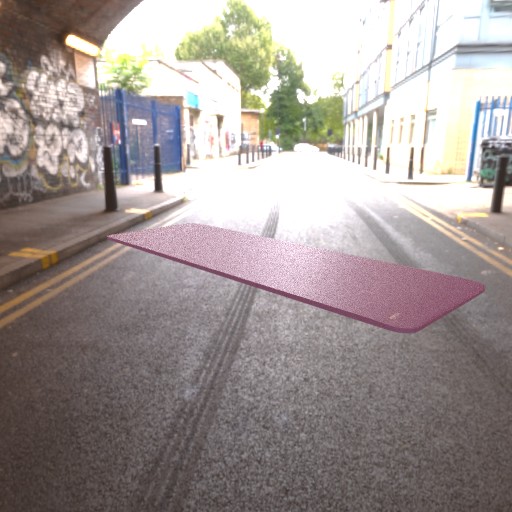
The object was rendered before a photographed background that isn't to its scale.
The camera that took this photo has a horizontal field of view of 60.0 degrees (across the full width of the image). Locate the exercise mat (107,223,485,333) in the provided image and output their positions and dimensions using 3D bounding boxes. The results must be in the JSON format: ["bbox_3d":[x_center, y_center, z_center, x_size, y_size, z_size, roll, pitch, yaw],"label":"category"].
[{"bbox_3d":[0.000,0.000,2.092,0.616,0.021,1.869,-14,20,-43],"label":"exercise mat"}]
